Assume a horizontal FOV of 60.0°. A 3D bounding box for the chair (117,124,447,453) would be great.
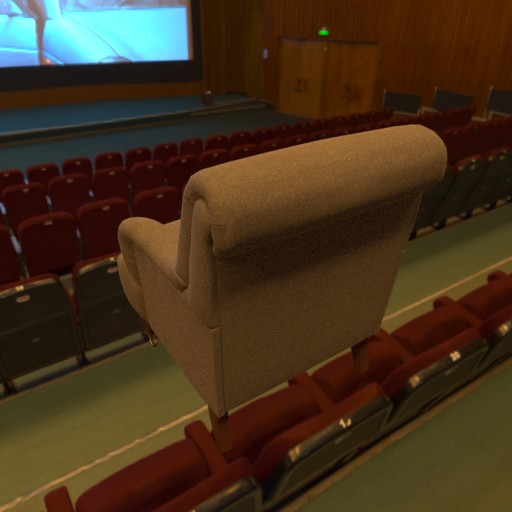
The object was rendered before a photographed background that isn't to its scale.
[{"bbox_3d":[0.000,0.000,1.522,0.766,0.942,0.843,-19,35,-29],"label":"chair"}]
